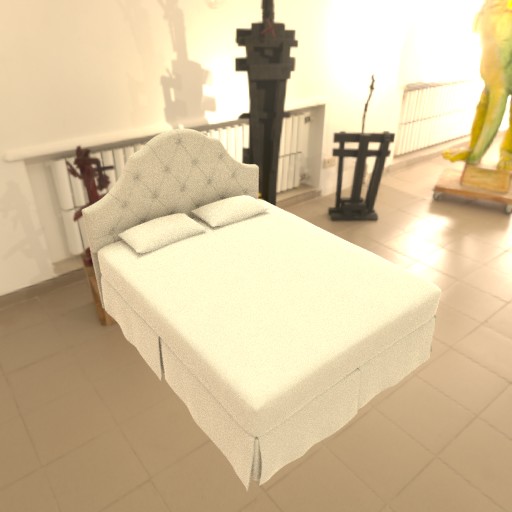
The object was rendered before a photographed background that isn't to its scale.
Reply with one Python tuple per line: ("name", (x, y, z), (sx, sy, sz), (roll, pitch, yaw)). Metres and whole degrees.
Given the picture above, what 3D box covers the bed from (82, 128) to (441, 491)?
("bed", (0.000, 0.000, 3.722), (2.039, 1.617, 2.477), (-22, 37, -33))
